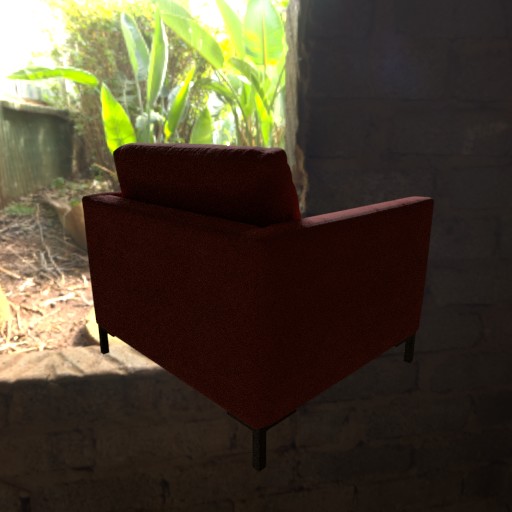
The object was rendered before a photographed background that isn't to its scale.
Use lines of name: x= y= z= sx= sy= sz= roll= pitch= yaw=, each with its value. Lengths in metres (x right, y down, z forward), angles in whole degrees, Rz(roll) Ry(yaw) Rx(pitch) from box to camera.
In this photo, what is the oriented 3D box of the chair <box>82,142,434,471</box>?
chair: x=0.000 y=0.000 z=1.629 sx=0.875 sy=0.812 sz=0.964 roll=-15 pitch=21 yaw=-42
